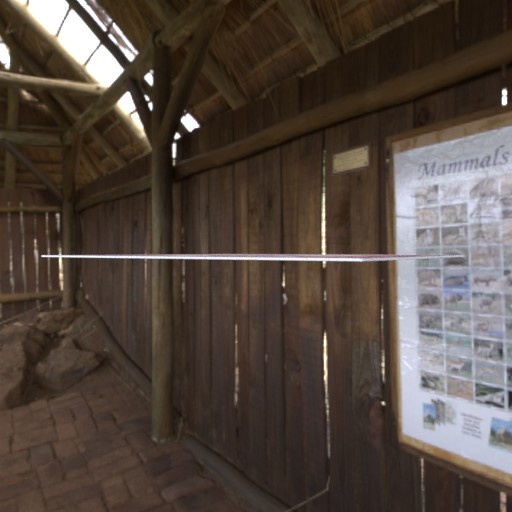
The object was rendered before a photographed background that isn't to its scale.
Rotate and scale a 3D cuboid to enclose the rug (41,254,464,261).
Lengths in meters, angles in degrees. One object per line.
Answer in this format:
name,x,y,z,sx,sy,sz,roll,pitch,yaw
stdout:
rug,0.000,0.000,4.135,3.123,0.017,2.447,0,1,36
